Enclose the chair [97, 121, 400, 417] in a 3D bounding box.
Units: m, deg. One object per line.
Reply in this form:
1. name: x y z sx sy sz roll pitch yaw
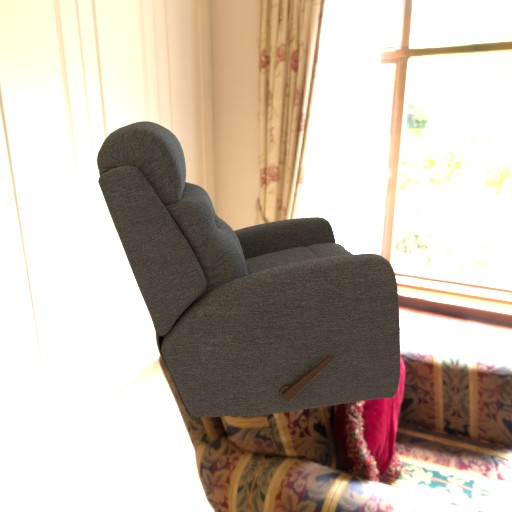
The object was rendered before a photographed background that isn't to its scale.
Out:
1. chair: 0.000 0.000 1.743 1.043 1.013 0.798 -3 17 -9
